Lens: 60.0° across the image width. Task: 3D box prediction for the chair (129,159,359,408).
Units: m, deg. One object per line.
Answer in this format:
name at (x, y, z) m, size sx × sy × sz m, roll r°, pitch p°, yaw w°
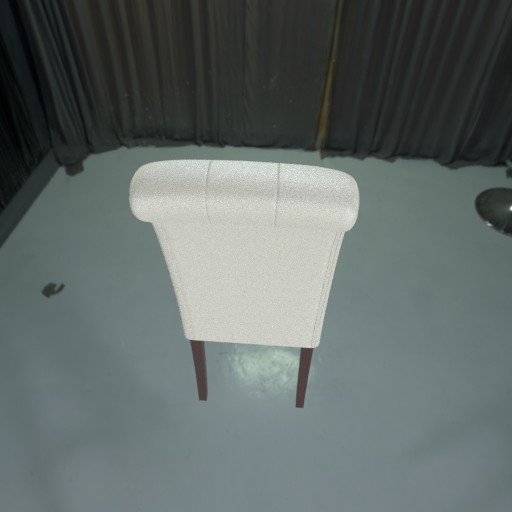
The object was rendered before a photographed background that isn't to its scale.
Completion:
chair at (0.000, 0.000, 1.324) m, size 0.456 × 1.006 × 0.671 m, roll 3°, pitch 46°, yaw 3°
